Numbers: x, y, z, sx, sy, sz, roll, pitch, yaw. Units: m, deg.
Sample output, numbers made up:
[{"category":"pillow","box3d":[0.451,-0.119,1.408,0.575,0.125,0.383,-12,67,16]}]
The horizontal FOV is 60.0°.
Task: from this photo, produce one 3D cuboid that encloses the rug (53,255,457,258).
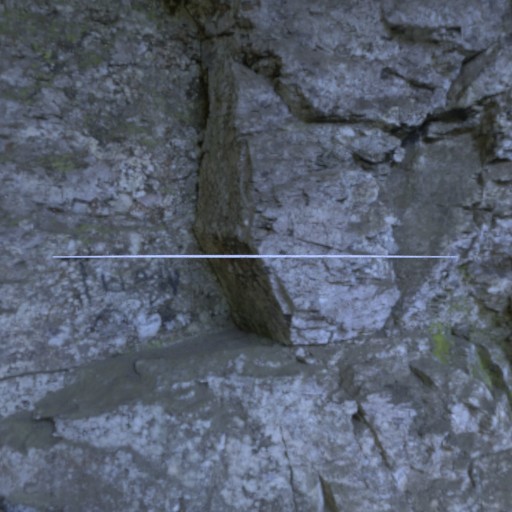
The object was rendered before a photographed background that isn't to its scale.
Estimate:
[{"category":"rug","box3d":[0.000,0.000,4.163,2.421,0.008,3.045,0,0,0]}]
